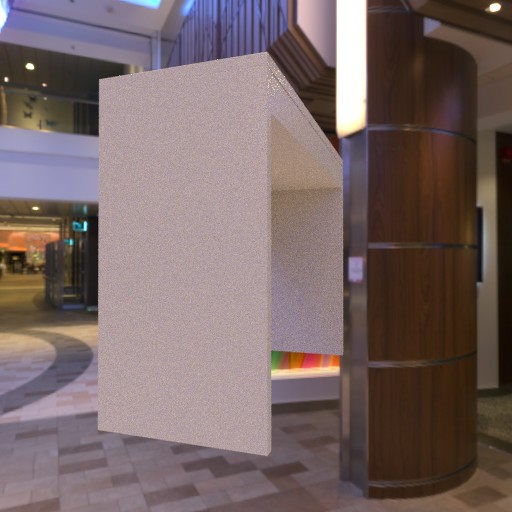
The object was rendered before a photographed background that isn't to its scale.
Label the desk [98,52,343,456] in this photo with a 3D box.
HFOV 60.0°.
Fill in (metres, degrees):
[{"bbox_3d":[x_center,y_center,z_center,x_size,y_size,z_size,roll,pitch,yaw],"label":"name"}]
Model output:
[{"bbox_3d":[0.000,0.000,1.404,0.400,0.790,1.000,0,-1,19],"label":"desk"}]
